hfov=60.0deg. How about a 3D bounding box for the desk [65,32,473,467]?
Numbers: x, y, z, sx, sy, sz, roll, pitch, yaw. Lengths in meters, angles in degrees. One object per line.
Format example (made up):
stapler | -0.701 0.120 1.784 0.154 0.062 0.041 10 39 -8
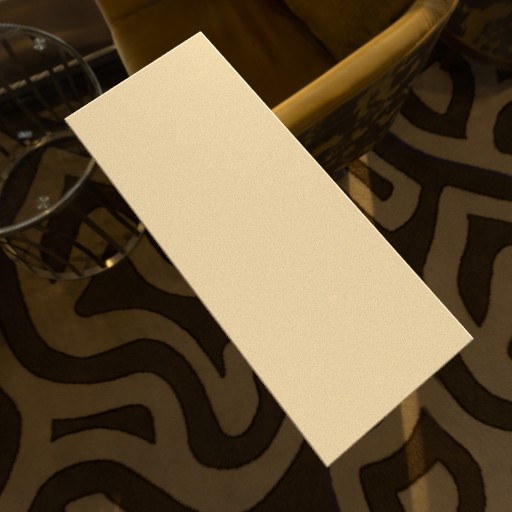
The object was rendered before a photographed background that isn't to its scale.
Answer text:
desk | 0.000 0.000 1.622 0.508 0.775 1.220 -37 79 -9
